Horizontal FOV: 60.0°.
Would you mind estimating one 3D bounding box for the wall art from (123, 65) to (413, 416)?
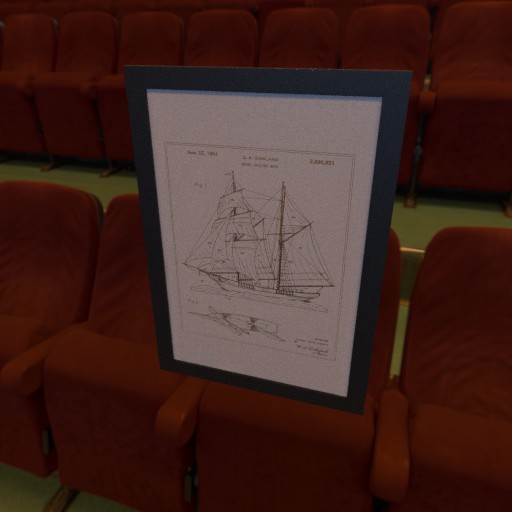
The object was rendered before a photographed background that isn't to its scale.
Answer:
[{"bbox_3d":[0.000,0.000,0.681,0.381,0.534,0.013,8,27,16],"label":"wall art"}]
